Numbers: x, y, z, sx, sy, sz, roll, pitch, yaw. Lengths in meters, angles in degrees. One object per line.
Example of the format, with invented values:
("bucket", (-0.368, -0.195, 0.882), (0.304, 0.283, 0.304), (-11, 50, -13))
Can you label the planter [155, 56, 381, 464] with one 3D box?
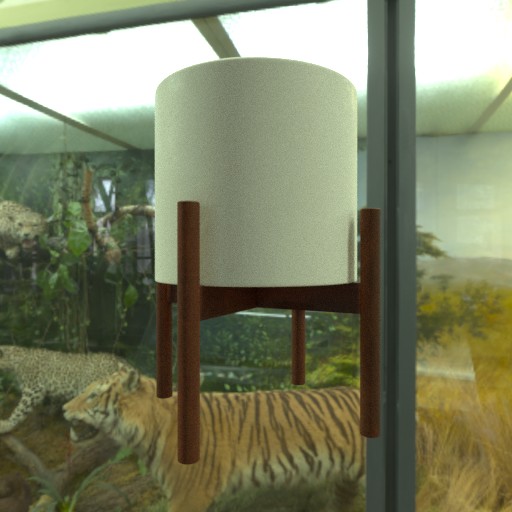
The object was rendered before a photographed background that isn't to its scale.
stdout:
("planter", (0.000, 0.000, 0.504), (0.224, 0.358, 0.224), (0, 0, -18))
